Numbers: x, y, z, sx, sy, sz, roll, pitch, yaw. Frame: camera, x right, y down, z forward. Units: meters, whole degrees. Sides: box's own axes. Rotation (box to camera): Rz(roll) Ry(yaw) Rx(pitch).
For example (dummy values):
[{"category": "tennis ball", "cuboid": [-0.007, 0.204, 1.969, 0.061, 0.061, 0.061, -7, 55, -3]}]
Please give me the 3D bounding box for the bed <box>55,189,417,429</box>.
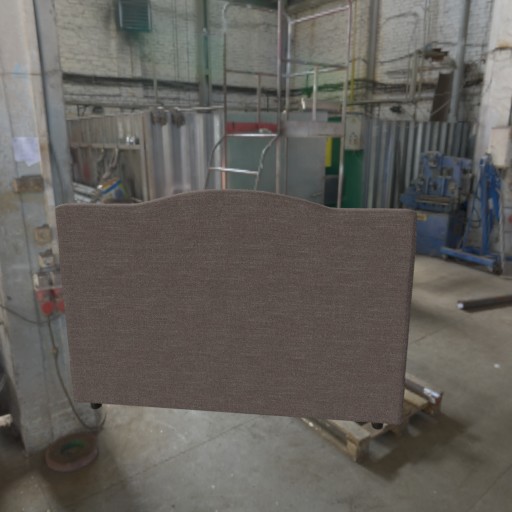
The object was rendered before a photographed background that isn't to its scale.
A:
[{"category": "bed", "cuboid": [0.000, 0.000, 3.898, 2.161, 1.457, 2.689, 2, 15, 6]}]
